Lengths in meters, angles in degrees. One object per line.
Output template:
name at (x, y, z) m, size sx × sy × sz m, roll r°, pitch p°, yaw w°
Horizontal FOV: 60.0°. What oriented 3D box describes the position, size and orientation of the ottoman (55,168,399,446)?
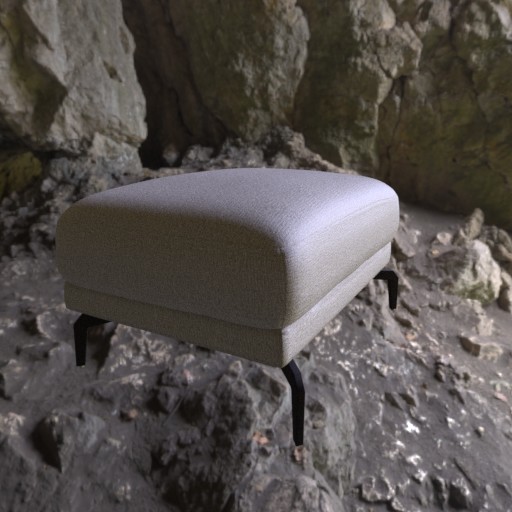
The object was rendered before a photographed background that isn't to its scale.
ottoman at (0.000, 0.000, 1.104) m, size 0.568 × 0.420 × 0.772 m, roll 8°, pitch 17°, yaw 28°
